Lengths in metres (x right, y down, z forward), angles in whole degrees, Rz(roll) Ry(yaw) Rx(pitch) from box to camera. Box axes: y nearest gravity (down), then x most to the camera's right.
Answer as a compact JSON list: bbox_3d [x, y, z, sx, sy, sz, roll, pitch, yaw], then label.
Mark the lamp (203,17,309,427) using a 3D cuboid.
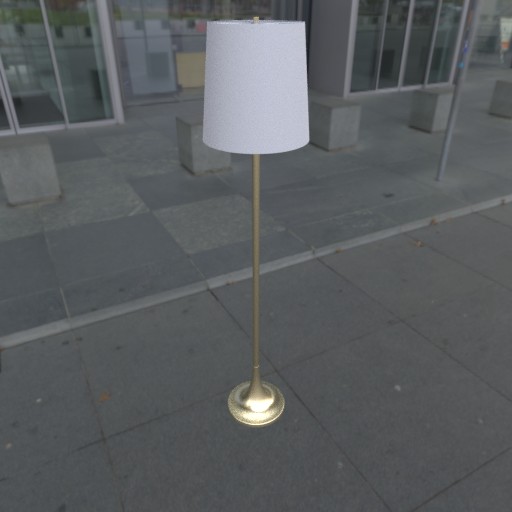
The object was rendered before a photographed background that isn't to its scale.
[{"bbox_3d":[0.000,0.000,1.626,0.337,1.543,0.337,0,30,0],"label":"lamp"}]
